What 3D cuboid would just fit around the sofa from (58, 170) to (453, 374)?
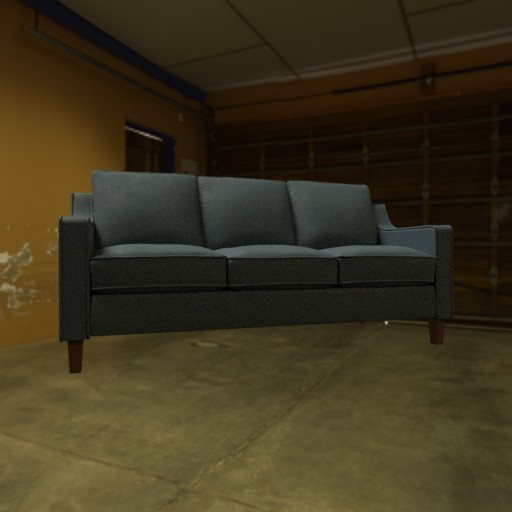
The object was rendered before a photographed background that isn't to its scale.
[{"bbox_3d":[0.000,0.000,2.526,1.986,0.974,0.911,0,0,-18],"label":"sofa"}]
